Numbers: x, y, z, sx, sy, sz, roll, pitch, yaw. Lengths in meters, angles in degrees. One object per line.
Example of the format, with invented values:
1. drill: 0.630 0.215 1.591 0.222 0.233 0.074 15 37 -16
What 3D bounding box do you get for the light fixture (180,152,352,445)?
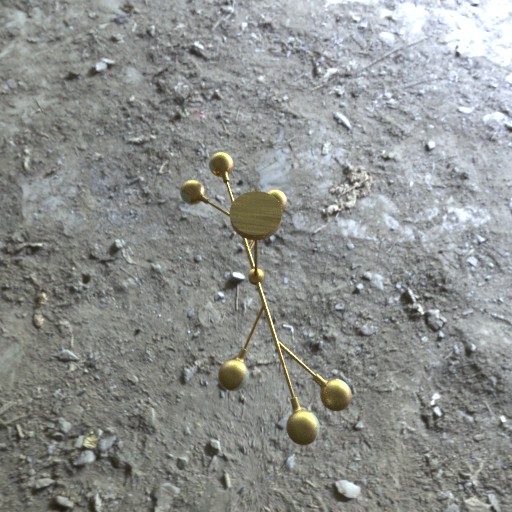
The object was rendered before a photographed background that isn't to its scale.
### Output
1. light fixture: 0.000 0.000 1.009 0.434 0.362 0.778 0 63 0
